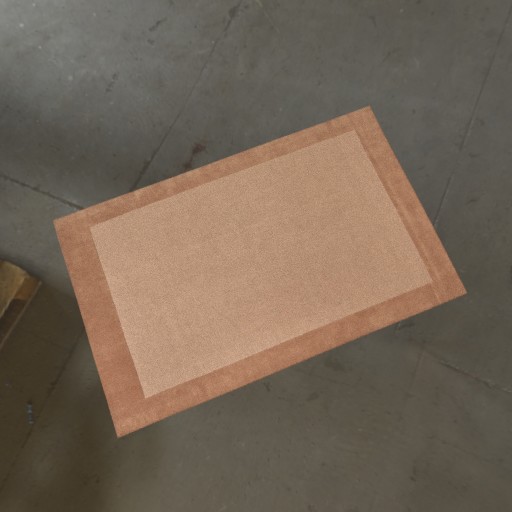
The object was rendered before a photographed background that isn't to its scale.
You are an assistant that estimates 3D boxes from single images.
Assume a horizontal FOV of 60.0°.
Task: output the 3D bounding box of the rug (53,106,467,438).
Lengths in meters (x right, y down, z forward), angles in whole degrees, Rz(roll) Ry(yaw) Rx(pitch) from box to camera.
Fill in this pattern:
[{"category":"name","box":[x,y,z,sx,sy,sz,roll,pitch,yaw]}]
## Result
[{"category":"rug","box":[0.000,0.000,3.023,2.438,0.014,1.524,-21,76,-5]}]
